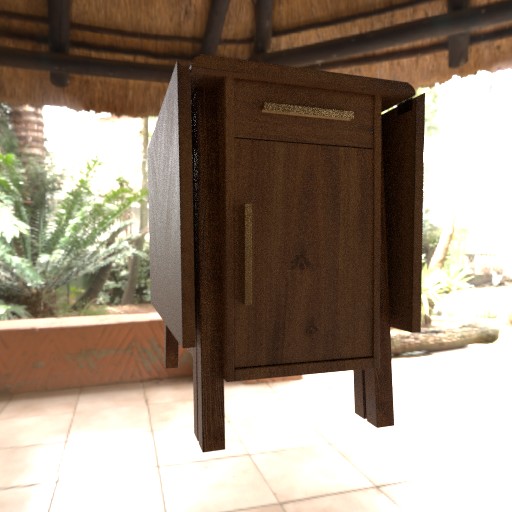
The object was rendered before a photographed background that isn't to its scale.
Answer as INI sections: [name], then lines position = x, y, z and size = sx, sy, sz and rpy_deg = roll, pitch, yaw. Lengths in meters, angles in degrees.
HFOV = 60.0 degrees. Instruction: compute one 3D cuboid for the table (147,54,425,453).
[table]
position = 0.000, 0.000, 1.618
size = 0.701, 0.981, 0.967
rpy_deg = 0, 1, -18
